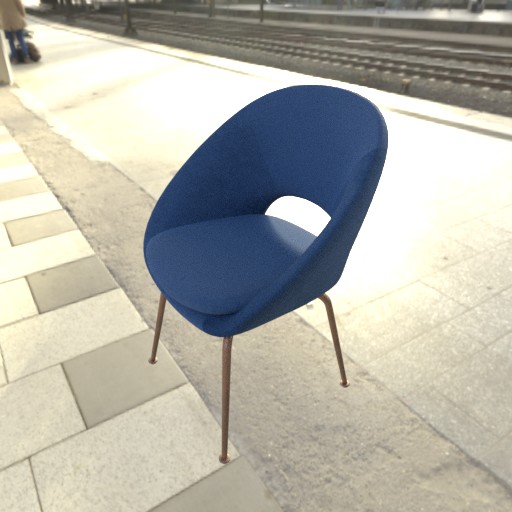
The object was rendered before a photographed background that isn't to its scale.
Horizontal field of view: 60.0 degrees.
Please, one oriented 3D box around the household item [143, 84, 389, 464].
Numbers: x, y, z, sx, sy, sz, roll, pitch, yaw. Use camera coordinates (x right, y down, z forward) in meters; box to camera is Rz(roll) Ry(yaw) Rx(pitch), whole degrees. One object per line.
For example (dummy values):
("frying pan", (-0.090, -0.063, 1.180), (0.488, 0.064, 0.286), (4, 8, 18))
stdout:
("household item", (0.000, 0.000, 1.250), (0.573, 0.852, 0.623), (-20, 36, -30))
